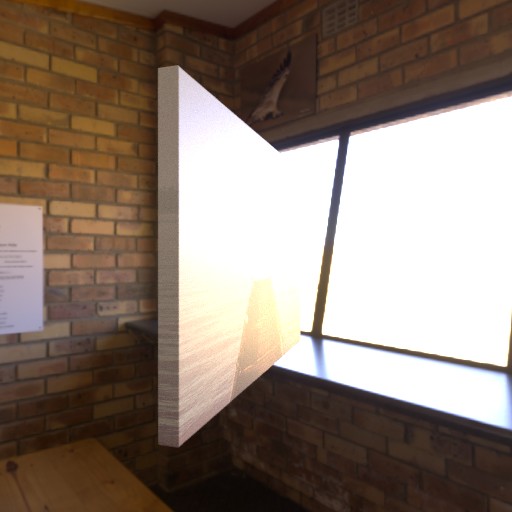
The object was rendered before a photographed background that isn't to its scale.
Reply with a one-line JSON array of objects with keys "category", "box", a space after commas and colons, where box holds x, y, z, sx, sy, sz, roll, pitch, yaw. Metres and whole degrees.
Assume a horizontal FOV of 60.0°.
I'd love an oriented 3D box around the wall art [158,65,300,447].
[{"category": "wall art", "box": [0.000, 0.000, 1.145, 0.037, 0.609, 0.916, 0, 0, 18]}]
